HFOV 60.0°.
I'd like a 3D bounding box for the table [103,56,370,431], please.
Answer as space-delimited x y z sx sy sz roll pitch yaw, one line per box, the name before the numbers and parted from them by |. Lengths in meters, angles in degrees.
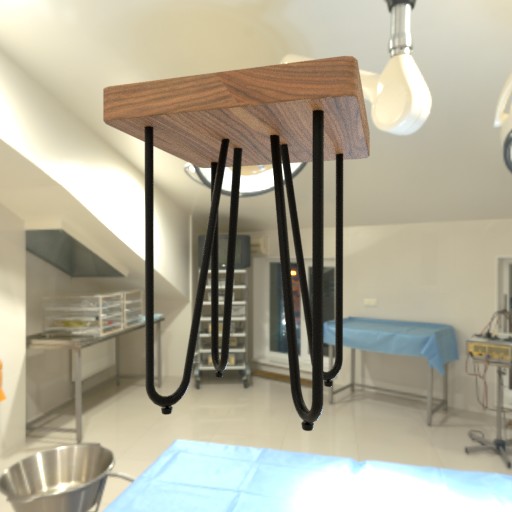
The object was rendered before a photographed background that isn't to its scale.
table | 0.000 0.000 1.001 0.479 0.641 0.480 0 0 17
